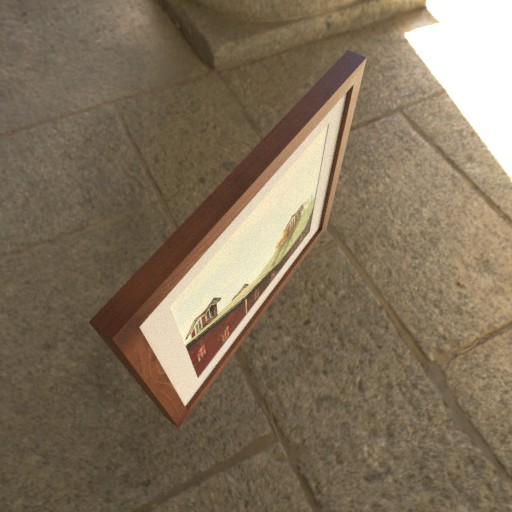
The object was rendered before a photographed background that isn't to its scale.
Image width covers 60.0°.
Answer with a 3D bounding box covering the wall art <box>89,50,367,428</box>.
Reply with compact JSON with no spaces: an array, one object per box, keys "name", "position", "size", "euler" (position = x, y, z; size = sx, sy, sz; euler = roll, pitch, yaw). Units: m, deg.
[{"name":"wall art","position":[0.000,0.000,0.765],"size":[0.033,0.457,0.558],"euler":[30,63,17]}]
